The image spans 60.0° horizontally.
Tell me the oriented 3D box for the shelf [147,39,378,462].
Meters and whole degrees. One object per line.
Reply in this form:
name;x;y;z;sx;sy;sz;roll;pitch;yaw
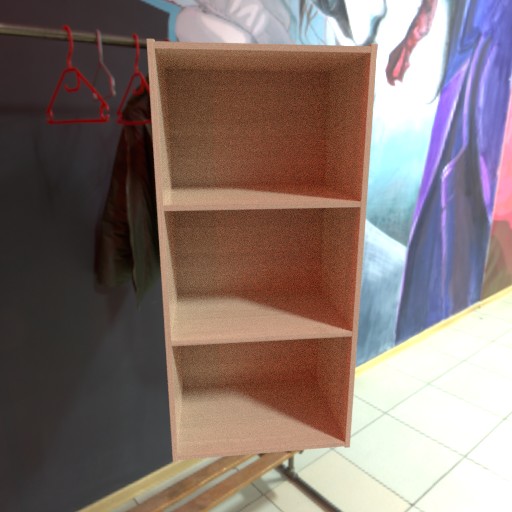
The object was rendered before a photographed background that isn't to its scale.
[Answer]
shelf;0.000;0.000;1.048;0.417;0.876;0.292;-2;16;-7
